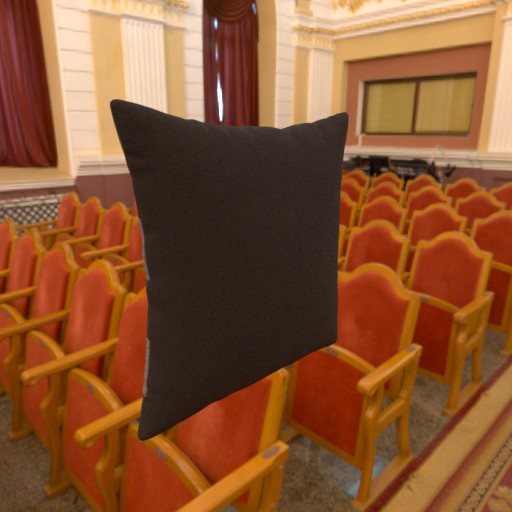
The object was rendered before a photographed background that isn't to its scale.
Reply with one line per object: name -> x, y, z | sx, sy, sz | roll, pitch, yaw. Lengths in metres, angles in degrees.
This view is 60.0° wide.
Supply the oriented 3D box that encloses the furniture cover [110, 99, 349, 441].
furniture cover -> 0.000, 0.000, 0.797 | 0.511, 0.509, 0.161 | -14, 21, -42
